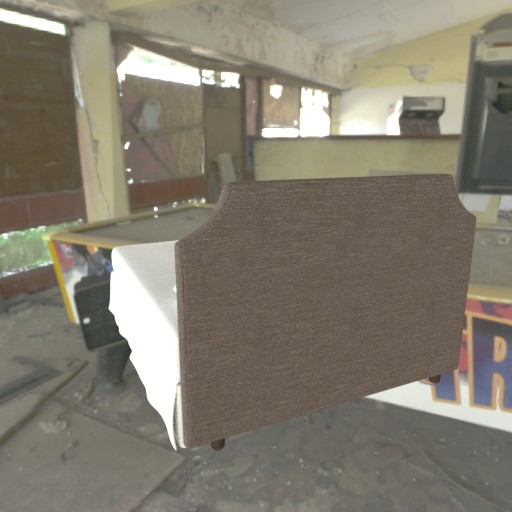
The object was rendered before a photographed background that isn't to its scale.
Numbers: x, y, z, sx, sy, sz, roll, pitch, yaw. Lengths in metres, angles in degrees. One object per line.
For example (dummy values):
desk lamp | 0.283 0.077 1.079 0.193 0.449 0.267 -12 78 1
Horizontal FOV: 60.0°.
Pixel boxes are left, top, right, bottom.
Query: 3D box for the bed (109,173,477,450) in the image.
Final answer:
bed | 0.000 0.000 4.038 2.350 1.590 2.773 -7 16 -25
